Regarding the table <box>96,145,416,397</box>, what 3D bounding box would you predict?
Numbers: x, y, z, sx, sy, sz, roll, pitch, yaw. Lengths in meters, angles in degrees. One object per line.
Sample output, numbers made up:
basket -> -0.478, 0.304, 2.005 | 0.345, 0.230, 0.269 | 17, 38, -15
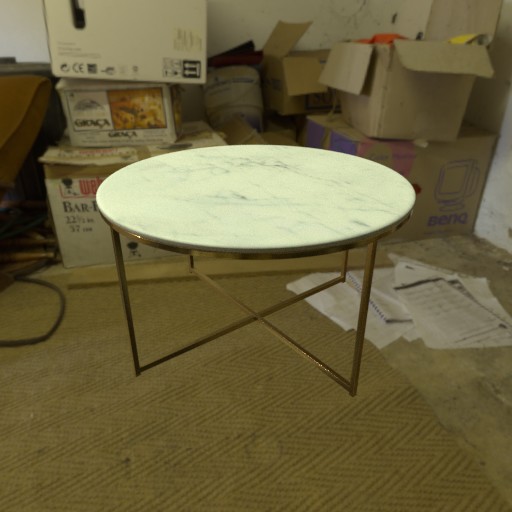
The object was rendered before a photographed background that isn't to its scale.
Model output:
table -> 0.000, 0.000, 1.264 | 0.800, 0.450, 0.800 | 0, 27, 0
